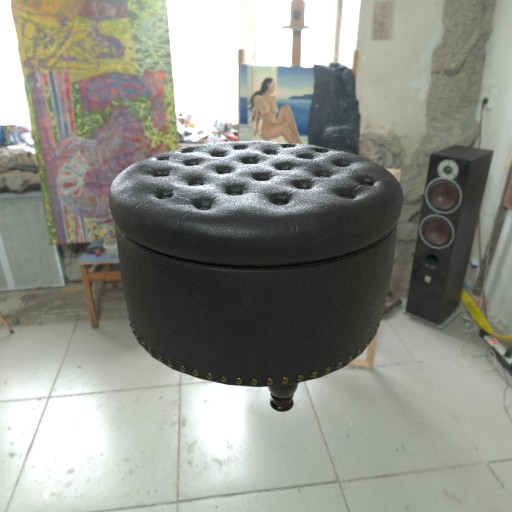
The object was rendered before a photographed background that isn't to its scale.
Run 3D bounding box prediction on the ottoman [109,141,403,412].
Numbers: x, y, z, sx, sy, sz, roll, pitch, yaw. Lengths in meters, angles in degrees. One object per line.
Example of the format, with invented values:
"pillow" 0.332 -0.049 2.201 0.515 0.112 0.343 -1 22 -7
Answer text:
"ottoman" 0.000 0.000 1.080 0.637 0.442 0.637 0 27 0
